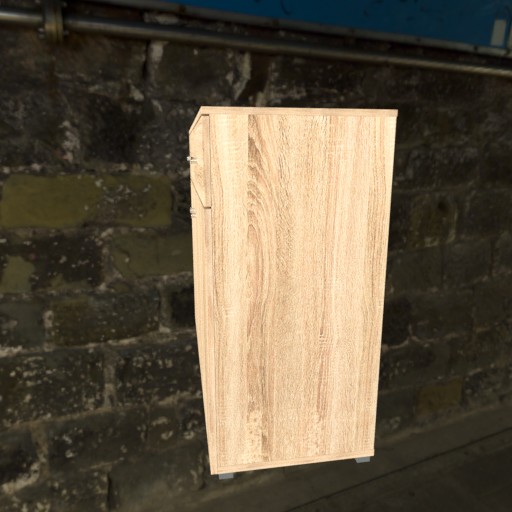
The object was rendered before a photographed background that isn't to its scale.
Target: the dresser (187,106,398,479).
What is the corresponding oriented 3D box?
[{"bbox_3d":[0.000,0.000,1.574,0.450,0.900,1.100,-2,13,-9],"label":"dresser"}]
